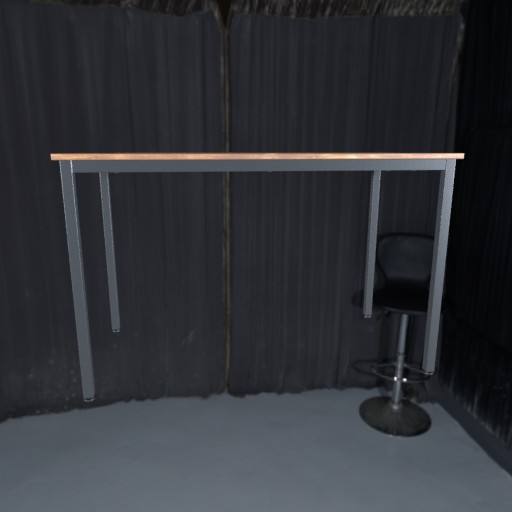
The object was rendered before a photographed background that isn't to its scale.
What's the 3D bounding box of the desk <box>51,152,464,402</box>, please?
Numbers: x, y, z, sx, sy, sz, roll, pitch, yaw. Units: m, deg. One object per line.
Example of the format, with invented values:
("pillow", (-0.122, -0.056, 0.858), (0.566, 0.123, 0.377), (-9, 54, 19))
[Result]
("desk", (0.000, 0.000, 1.643), (1.200, 0.749, 0.600), (-2, 14, -8))
